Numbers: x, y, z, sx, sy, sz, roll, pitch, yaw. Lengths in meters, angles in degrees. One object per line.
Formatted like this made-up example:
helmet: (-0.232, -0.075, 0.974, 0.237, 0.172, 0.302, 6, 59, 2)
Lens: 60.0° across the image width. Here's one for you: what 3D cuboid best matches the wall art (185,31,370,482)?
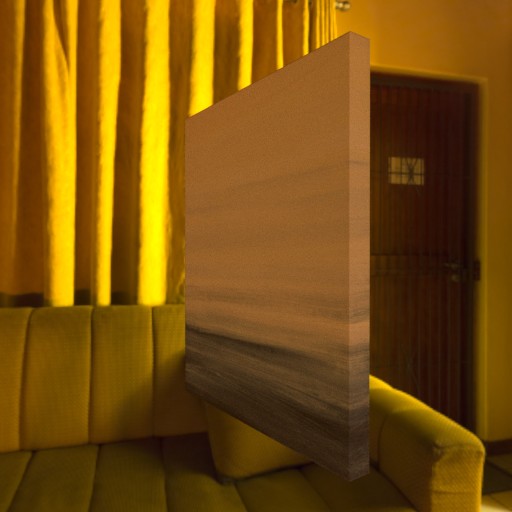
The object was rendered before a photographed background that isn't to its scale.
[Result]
wall art: (0.000, 0.000, 0.808, 0.040, 0.608, 0.489, 0, 0, -36)
